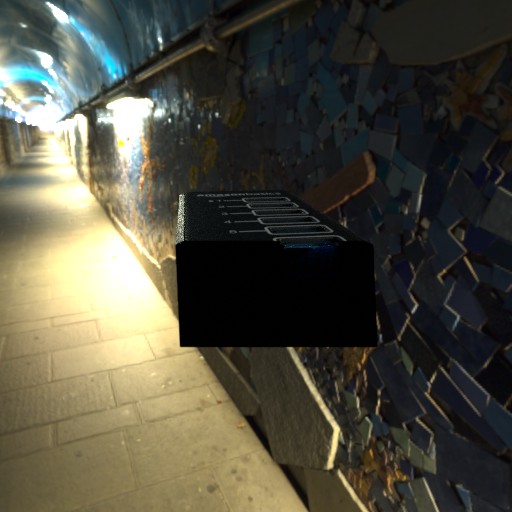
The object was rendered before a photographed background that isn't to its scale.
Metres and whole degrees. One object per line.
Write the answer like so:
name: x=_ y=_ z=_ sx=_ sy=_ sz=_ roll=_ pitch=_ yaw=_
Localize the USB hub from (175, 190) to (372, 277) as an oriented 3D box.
USB hub: x=0.000 y=0.000 z=0.129 sx=0.044 sy=0.023 sz=0.110 roll=-2 pitch=17 yaw=-8
